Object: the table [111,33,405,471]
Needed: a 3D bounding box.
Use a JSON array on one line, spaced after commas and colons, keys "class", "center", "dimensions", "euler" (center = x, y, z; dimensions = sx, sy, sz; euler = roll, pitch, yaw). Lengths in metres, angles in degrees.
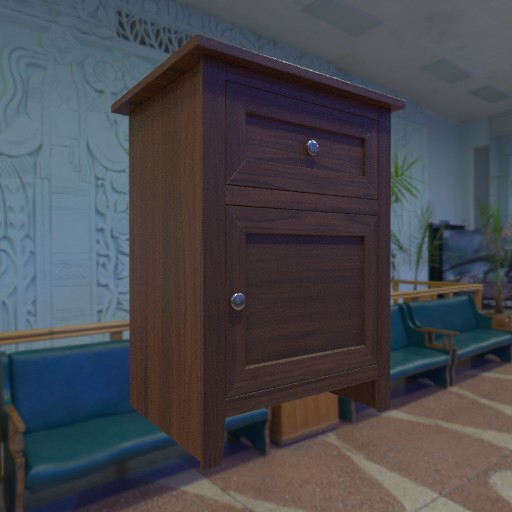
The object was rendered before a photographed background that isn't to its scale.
[{"class": "table", "center": [0.000, 0.000, 0.924], "dimensions": [0.480, 0.636, 0.381], "euler": [0, 1, -36]}]
